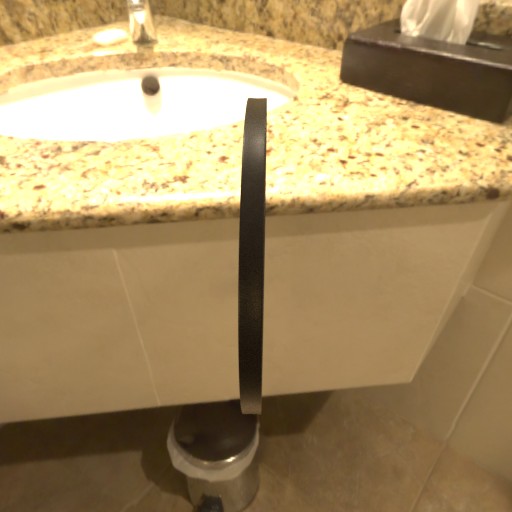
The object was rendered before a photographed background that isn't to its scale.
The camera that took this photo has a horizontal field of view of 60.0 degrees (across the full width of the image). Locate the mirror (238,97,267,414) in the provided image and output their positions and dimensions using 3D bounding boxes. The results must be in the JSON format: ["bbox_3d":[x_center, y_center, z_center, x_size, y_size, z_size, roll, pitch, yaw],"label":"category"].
[{"bbox_3d":[0.000,0.000,0.841,0.032,0.565,0.565,1,40,1],"label":"mirror"}]
